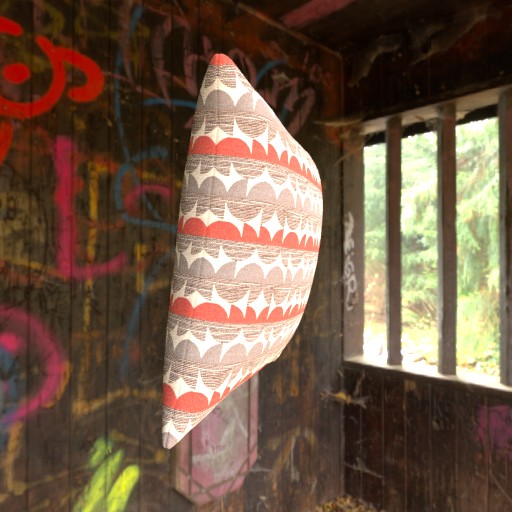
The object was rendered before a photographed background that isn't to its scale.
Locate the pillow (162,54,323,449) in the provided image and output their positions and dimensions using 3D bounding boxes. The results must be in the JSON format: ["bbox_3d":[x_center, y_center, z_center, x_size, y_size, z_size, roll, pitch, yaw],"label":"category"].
[{"bbox_3d":[0.000,0.000,0.653,0.180,0.410,0.420,0,-1,18],"label":"pillow"}]
